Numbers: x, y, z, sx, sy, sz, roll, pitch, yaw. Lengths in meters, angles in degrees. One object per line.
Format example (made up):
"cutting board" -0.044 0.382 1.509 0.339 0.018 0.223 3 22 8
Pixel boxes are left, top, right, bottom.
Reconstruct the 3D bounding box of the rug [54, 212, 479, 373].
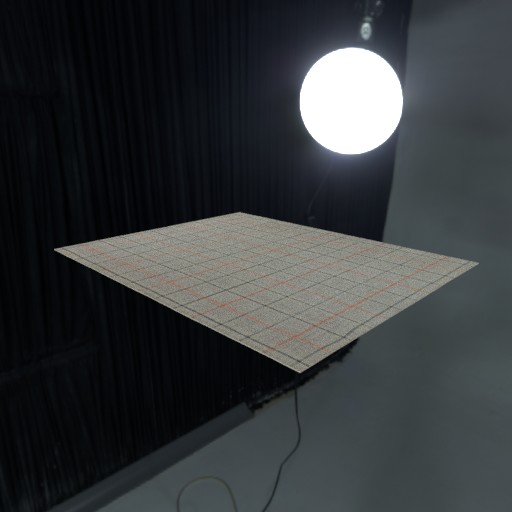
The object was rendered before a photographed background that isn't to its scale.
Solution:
"rug" 0.000 0.000 4.057 3.048 0.012 2.444 17 24 42
